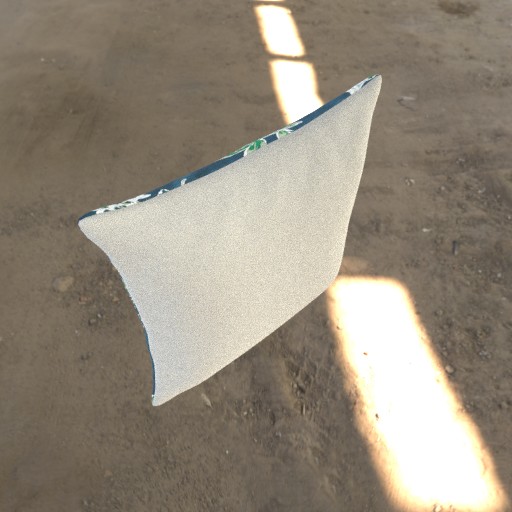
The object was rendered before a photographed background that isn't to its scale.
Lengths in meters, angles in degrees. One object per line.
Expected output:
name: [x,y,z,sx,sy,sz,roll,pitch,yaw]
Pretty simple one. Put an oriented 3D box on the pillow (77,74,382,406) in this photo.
pillow: [0.000,0.000,0.789,0.525,0.508,0.166,-33,56,-26]
